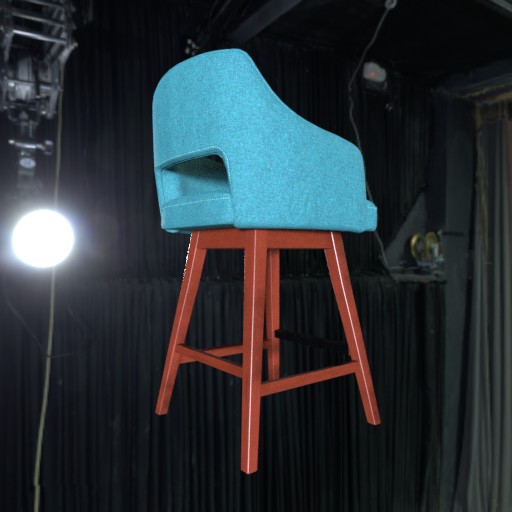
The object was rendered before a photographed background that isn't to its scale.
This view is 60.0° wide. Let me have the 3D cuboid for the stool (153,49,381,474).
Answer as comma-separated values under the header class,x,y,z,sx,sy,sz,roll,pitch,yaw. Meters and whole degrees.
class,x,y,z,sx,sy,sz,roll,pitch,yaw
stool,0.000,0.000,1.288,0.556,0.961,0.548,-1,1,-38
